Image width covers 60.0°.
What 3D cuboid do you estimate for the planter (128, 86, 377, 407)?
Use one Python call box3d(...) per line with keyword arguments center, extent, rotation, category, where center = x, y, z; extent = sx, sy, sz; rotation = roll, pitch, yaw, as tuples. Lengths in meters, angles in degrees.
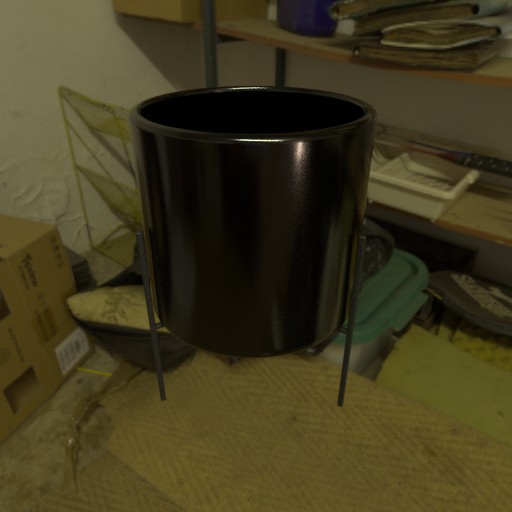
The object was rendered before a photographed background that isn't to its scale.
box3d(center=(0.000, 0.000, 0.655), extent=(0.310, 0.432, 0.310), rotation=(9, 31, 15), category="planter")
